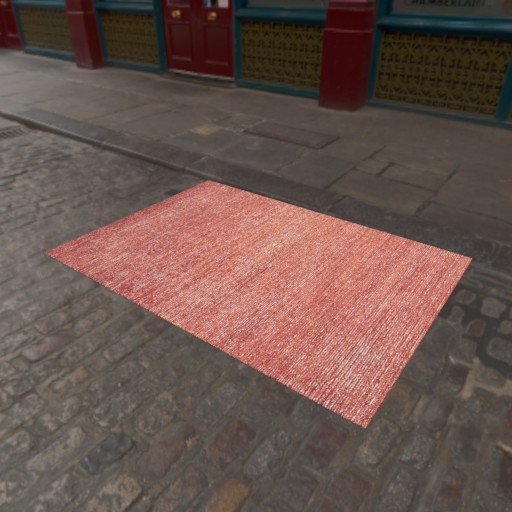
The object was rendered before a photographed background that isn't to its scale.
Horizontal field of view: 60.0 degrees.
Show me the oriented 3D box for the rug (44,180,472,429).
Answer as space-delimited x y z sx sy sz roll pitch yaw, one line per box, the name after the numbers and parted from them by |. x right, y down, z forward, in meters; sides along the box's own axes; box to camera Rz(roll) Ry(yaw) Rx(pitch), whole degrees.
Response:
0.000 0.000 5.015 3.965 0.025 2.803 21 37 31 | rug
